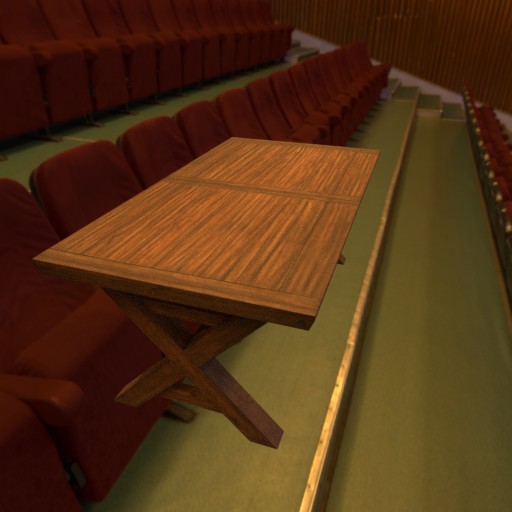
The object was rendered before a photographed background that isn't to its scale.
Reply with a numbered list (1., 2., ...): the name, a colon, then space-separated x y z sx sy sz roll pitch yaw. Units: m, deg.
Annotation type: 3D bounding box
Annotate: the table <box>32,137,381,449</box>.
1. table: 0.000 0.000 2.493 1.071 0.793 1.966 10 30 17
